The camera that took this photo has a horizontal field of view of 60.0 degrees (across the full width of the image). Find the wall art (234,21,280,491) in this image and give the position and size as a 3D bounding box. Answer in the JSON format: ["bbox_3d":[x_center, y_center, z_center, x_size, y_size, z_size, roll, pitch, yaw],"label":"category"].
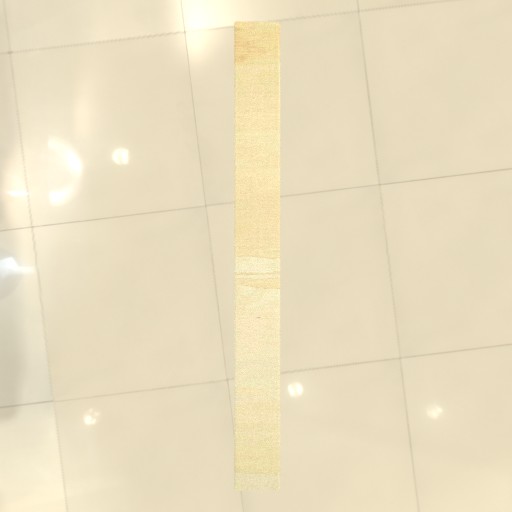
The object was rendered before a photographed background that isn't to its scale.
[{"bbox_3d":[0.000,0.000,0.487,0.037,0.251,0.383,0,90,0],"label":"wall art"}]
